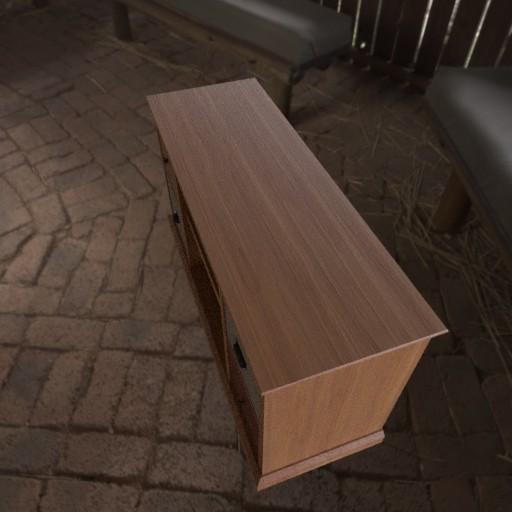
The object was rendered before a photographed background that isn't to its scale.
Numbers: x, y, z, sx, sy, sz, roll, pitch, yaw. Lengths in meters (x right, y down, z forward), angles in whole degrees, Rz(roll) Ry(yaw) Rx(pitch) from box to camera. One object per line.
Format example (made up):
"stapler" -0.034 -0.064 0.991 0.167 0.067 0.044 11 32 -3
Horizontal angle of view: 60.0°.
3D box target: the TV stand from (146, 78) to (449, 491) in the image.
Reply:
"TV stand" 0.000 0.000 1.455 0.417 0.607 1.181 -15 49 -13
